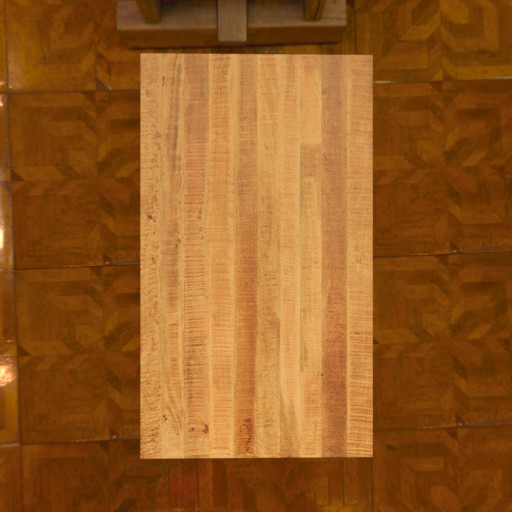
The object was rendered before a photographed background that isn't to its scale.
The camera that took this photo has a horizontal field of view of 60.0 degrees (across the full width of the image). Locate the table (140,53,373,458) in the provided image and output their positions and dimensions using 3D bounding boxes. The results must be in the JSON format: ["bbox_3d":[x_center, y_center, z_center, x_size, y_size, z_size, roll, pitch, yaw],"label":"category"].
[{"bbox_3d":[0.000,0.000,1.676,0.760,0.455,1.320,0,90,-1],"label":"table"}]
